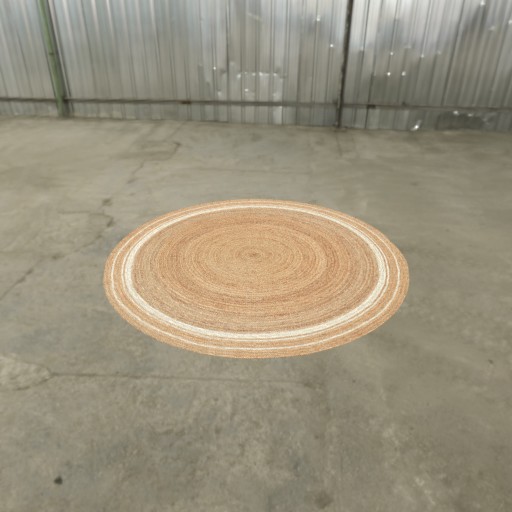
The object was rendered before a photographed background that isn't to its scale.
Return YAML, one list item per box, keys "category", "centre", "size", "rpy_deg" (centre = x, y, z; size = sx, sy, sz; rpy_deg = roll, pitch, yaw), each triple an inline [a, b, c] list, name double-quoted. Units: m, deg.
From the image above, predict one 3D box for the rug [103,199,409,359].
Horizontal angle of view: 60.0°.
- category: "rug"
  centre: [0.000, 0.000, 3.694]
  size: [2.444, 0.015, 2.444]
  rpy_deg: [0, 30, 0]
